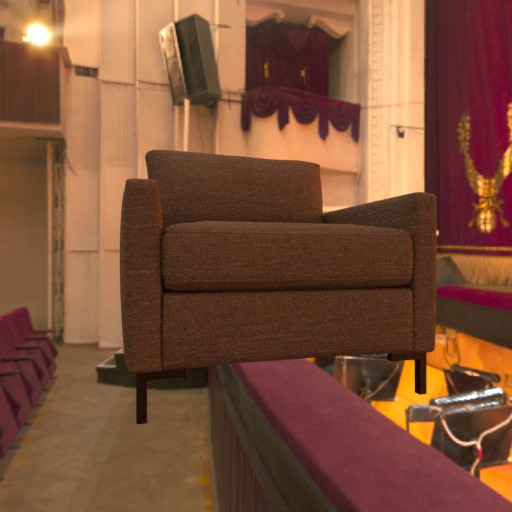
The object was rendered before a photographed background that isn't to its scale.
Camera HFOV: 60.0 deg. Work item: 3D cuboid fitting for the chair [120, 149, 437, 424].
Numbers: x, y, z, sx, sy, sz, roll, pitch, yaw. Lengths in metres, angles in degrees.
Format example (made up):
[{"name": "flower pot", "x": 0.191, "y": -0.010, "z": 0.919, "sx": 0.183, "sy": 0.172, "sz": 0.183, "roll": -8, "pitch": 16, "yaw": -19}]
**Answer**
[{"name": "chair", "x": 0.000, "y": 0.000, "z": 1.598, "sx": 0.940, "sy": 0.841, "sz": 0.845, "roll": 0, "pitch": 0, "yaw": -17}]
